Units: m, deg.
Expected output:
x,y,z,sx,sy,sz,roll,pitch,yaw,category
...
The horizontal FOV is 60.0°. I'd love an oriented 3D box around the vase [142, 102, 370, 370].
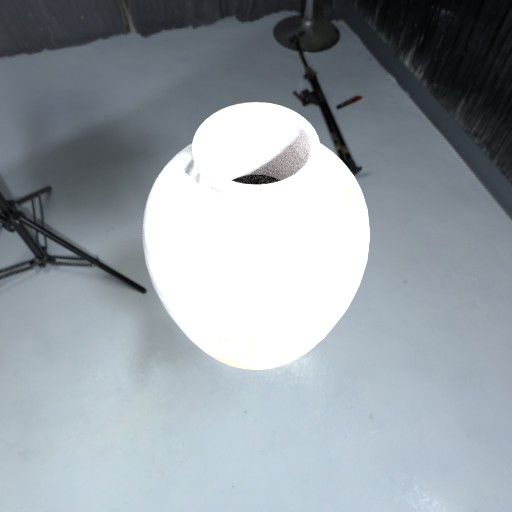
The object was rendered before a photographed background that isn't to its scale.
x,y,z,sx,sy,sz,roll,pitch,yaw,category
0.000,0.000,0.338,0.158,0.228,0.158,0,57,0,vase
